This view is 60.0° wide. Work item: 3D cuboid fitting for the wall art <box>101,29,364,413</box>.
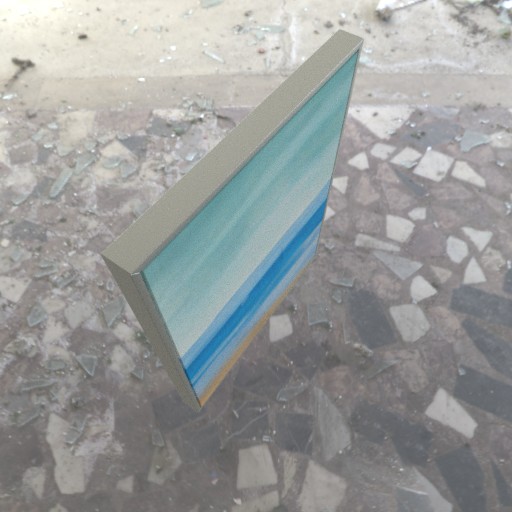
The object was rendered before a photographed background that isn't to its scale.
[{"bbox_3d":[0.000,0.000,0.737,0.039,0.553,0.445,31,63,18],"label":"wall art"}]
